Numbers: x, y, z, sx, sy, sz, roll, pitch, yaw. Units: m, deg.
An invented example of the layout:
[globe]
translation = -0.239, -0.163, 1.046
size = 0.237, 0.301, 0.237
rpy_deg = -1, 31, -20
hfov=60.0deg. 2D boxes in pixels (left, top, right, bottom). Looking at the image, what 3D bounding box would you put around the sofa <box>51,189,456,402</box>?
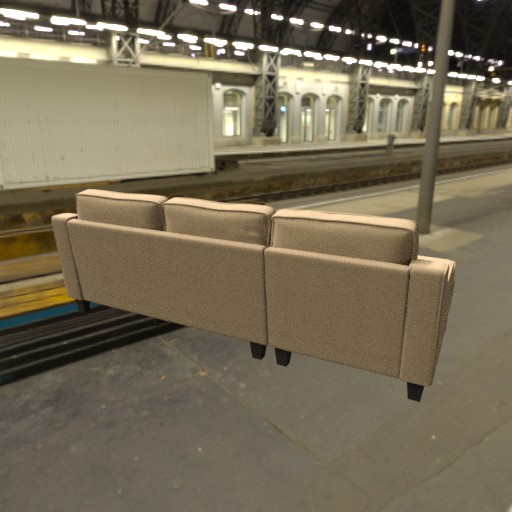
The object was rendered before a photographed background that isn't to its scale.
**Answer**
[sofa]
translation = 0.000, 0.000, 3.142
size = 2.561, 0.928, 1.294
rpy_deg = 9, 19, 26
